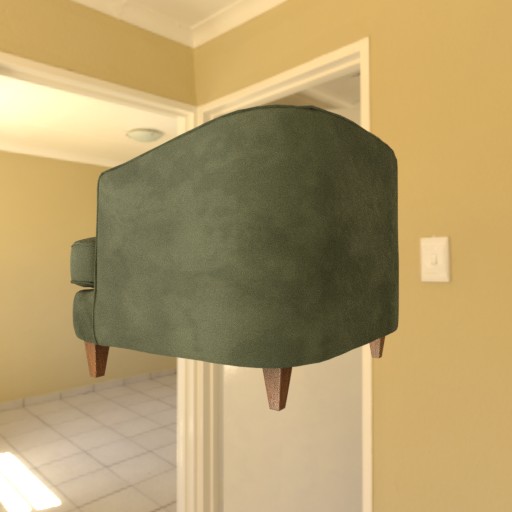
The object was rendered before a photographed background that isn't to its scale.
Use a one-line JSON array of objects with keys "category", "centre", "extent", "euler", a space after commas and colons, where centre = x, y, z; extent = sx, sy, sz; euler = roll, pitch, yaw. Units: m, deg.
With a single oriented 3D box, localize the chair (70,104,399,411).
[{"category": "chair", "centre": [0.000, 0.000, 1.760], "extent": [0.941, 0.852, 1.104], "euler": [0, 0, 35]}]
